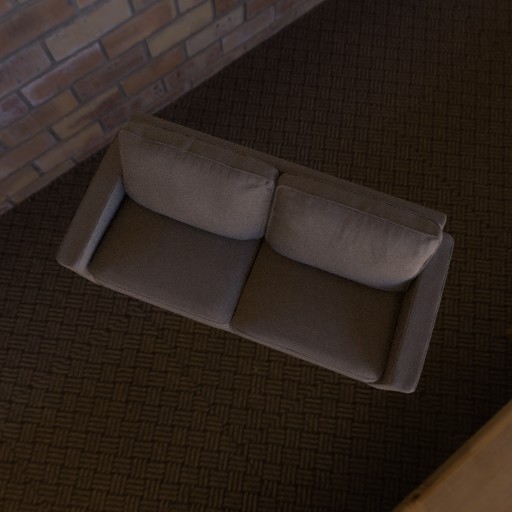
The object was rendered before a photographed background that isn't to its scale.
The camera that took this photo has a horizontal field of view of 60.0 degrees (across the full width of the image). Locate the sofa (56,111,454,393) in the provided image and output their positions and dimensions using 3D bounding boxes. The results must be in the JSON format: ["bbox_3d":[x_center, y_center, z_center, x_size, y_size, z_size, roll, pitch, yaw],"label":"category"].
[{"bbox_3d":[0.000,0.000,2.602,2.080,0.919,0.940,20,76,5],"label":"sofa"}]
